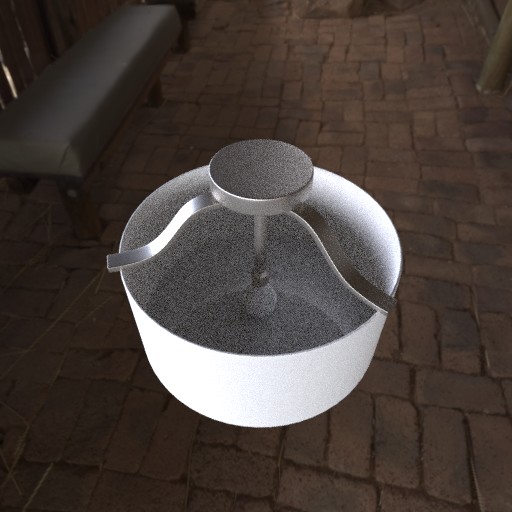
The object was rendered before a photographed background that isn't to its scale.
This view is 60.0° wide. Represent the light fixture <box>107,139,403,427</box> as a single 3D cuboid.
[{"bbox_3d":[0.000,0.000,0.637,0.395,0.304,0.395,0,46,0],"label":"light fixture"}]
